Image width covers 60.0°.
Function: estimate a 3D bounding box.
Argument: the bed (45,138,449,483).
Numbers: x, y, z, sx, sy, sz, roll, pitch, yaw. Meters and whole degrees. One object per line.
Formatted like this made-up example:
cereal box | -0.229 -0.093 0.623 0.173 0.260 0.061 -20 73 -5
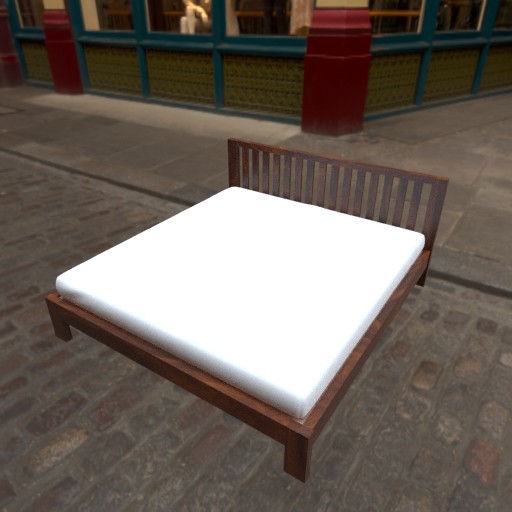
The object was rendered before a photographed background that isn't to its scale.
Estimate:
bed | 0.000 0.000 3.055 1.905 0.890 2.030 18 35 29
